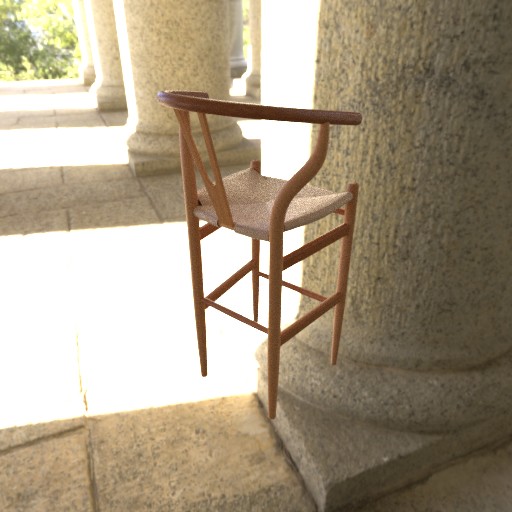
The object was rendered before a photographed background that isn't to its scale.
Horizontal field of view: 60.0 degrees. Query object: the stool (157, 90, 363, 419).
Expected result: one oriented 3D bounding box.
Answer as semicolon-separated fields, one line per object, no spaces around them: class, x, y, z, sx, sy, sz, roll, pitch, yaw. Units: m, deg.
stool;0.000;0.000;1.458;0.574;1.068;0.561;21;35;33
